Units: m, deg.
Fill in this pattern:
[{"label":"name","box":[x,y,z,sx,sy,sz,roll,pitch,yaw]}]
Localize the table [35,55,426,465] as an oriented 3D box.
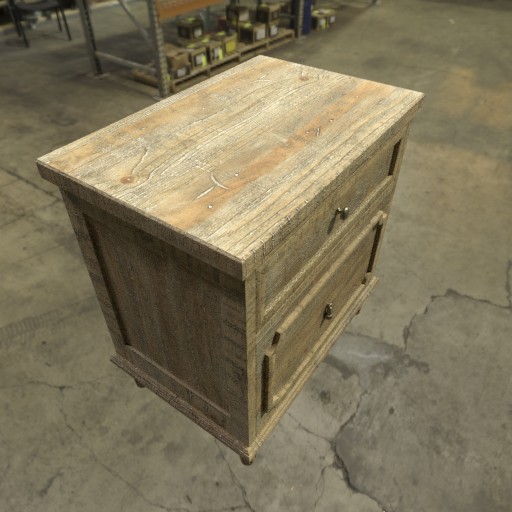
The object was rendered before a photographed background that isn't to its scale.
[{"label":"table","box":[0.000,0.000,1.111,0.457,0.711,0.686,25,48,26]}]
